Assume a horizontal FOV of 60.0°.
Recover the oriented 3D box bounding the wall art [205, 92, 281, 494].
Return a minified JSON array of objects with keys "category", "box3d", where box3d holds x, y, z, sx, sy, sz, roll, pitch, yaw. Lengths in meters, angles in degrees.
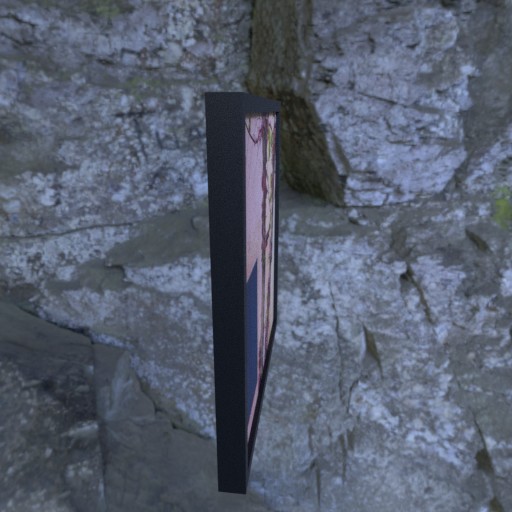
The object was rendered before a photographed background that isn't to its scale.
[{"category":"wall art","box3d":[0.000,0.000,0.758,0.038,0.508,0.508,2,18,7]}]
